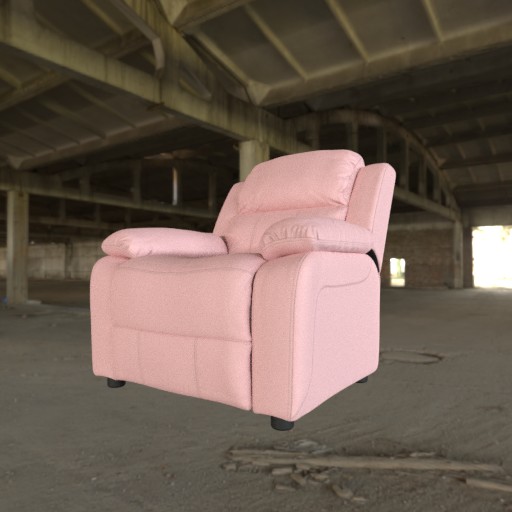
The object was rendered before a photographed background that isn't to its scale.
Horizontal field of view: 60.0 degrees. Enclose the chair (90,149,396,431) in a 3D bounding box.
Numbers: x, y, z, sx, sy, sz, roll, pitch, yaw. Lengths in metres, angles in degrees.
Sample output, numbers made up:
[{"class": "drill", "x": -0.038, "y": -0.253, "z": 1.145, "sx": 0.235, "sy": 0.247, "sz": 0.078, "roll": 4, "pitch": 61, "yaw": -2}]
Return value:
[{"class": "chair", "x": 0.000, "y": 0.000, "z": 1.271, "sx": 0.680, "sy": 0.702, "sz": 0.709, "roll": -1, "pitch": -1, "yaw": 35}]
